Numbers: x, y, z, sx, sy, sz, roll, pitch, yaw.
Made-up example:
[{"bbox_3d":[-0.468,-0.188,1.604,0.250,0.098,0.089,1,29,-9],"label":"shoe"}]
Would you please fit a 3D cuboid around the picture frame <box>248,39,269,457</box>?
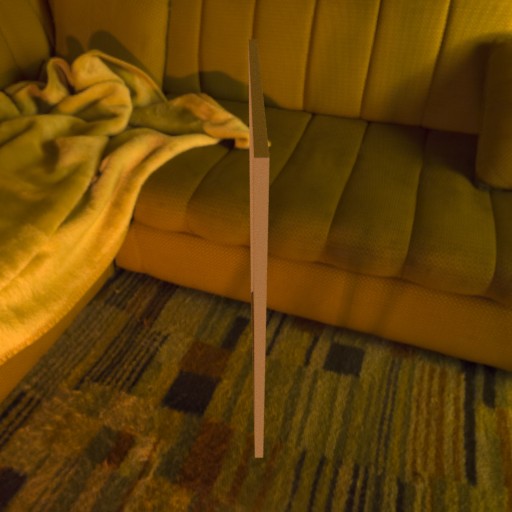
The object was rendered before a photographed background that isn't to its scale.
[{"bbox_3d":[0.000,0.000,0.595,0.011,0.459,0.326,-1,40,-1],"label":"picture frame"}]
